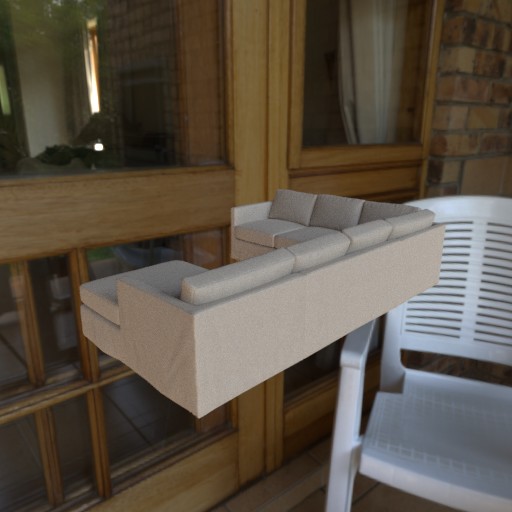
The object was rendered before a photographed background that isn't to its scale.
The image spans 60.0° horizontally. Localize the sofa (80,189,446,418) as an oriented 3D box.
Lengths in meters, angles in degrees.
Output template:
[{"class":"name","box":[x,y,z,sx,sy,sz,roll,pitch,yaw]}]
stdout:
[{"class":"sofa","box":[0.000,0.000,4.550,3.460,0.882,2.427,-16,23,-43]}]
